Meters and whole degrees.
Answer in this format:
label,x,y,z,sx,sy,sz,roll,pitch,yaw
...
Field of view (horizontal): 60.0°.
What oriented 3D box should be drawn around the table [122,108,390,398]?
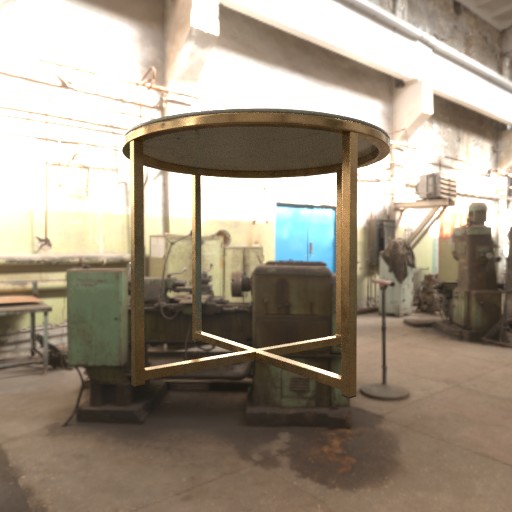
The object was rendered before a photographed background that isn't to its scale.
label,x,y,z,sx,sy,sz,roll,pitch,yaw
table,0.000,0.000,0.866,0.500,0.420,0.500,0,1,0
